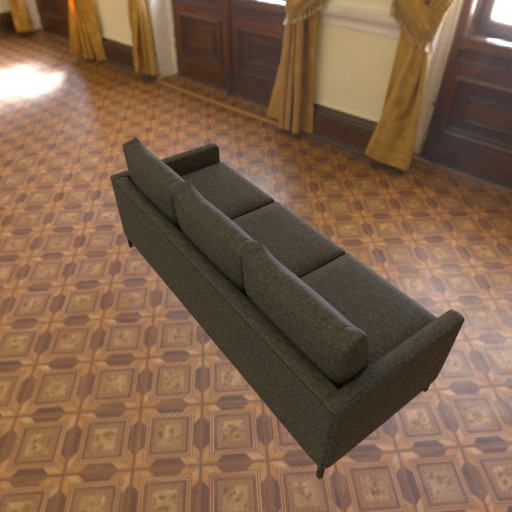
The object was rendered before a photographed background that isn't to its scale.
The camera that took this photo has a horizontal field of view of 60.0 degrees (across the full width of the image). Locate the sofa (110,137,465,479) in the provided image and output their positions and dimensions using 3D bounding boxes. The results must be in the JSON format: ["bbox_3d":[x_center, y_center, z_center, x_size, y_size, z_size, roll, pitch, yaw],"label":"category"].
[{"bbox_3d":[0.000,0.000,2.687,0.876,0.879,2.253,-26,47,-27],"label":"sofa"}]
